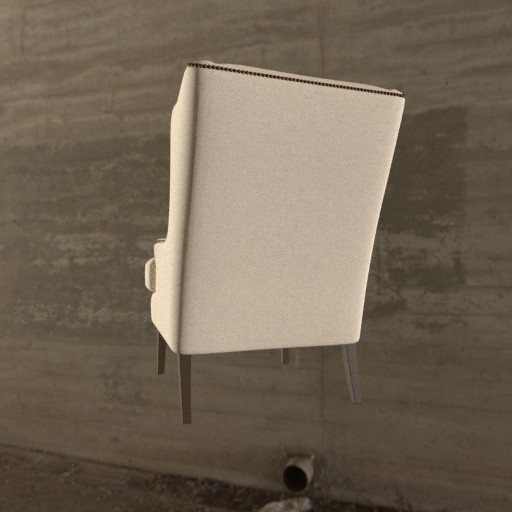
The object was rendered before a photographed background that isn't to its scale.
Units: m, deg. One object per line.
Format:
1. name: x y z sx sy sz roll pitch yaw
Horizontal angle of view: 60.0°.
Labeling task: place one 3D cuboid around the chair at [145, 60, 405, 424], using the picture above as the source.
1. chair: 0.000 0.000 1.664 0.737 1.029 0.940 0 -1 -19
